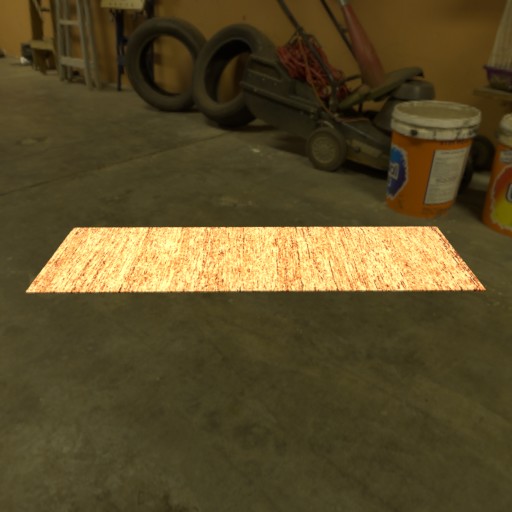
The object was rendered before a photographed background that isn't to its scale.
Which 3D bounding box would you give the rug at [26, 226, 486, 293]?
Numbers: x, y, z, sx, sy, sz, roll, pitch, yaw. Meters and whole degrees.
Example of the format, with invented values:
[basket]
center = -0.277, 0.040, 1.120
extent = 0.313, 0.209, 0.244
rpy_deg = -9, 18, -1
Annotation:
[rug]
center = 0.000, 0.000, 2.441
extent = 2.237, 0.014, 0.680
rpy_deg = 0, 31, 0
